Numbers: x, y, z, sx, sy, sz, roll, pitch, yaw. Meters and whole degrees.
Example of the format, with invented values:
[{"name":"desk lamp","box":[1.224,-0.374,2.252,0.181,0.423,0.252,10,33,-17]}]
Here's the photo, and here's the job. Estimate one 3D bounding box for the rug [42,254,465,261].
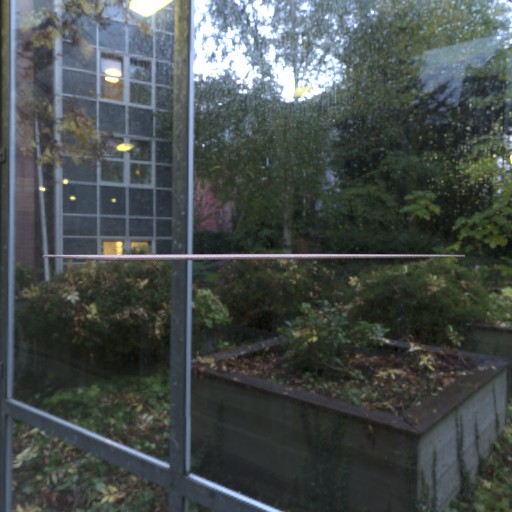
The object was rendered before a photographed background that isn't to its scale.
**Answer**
[{"name":"rug","box":[0.000,0.000,2.995,2.390,0.015,1.609,0,1,-35]}]
